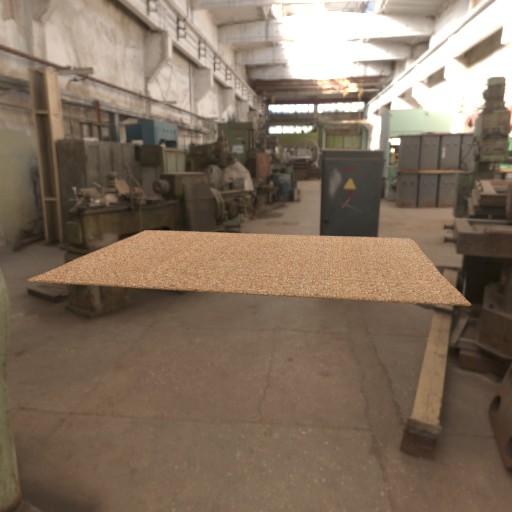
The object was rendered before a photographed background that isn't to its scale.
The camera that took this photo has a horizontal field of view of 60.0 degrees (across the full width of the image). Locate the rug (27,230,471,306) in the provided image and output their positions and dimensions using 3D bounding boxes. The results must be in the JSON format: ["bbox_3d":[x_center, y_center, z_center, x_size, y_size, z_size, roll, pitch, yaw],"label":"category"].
[{"bbox_3d":[0.000,0.000,2.804,2.141,0.013,1.566,2,13,9],"label":"rug"}]
